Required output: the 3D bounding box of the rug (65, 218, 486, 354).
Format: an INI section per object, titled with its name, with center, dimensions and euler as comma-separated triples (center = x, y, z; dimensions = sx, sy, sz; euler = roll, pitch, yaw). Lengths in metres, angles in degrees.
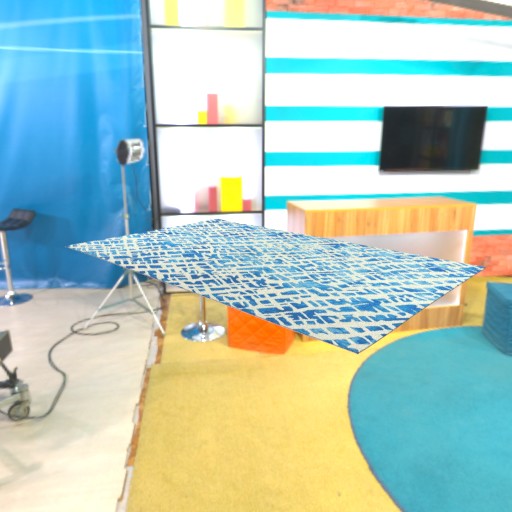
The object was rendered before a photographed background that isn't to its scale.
[rug]
center = 0.000, 0.000, 2.988
dimensions = 2.447, 0.011, 1.520
euler = 14, 20, 41
